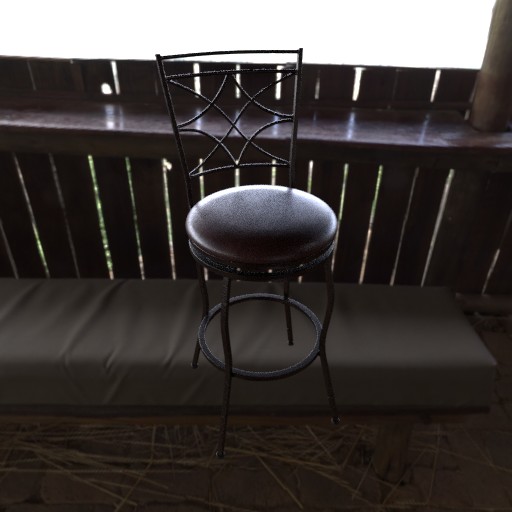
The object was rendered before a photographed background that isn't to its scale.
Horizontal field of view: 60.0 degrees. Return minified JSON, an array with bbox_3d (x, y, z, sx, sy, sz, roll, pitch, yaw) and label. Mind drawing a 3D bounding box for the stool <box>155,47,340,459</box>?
[{"bbox_3d":[0.000,0.000,1.375,0.434,1.117,0.534,-10,33,-15],"label":"stool"}]
